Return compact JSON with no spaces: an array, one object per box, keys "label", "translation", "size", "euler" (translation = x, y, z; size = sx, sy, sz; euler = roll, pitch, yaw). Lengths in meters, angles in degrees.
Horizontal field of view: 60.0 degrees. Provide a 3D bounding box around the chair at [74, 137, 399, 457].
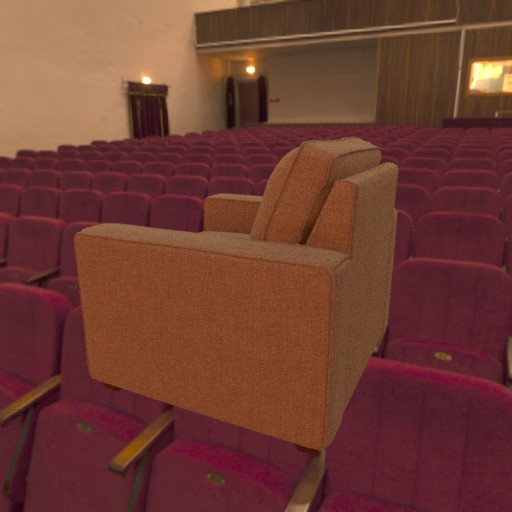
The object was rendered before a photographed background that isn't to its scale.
[{"label":"chair","translation":[0.000,0.000,1.768],"size":[0.940,0.914,1.016],"euler":[8,18,25]}]
